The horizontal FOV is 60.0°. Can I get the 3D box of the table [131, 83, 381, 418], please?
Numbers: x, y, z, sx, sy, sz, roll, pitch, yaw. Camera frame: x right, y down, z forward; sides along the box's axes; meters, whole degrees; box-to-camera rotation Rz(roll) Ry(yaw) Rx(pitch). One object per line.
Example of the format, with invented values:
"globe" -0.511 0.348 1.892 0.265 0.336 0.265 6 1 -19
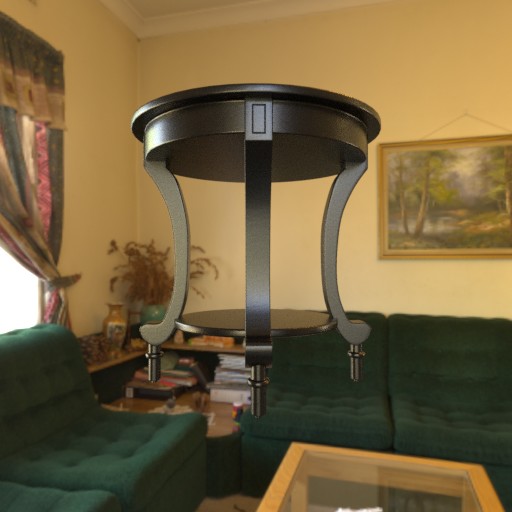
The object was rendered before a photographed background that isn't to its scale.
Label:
"table" 0.000 0.000 1.094 0.597 0.618 0.597 0 -1 0
